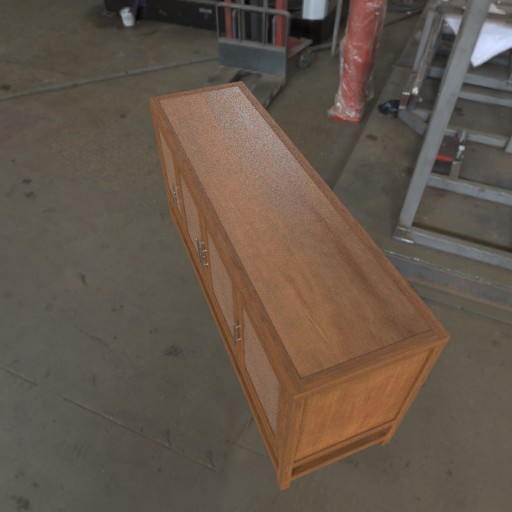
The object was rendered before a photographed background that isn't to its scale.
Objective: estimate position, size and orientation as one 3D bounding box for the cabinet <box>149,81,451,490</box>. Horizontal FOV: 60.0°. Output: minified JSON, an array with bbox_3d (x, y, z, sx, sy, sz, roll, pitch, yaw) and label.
[{"bbox_3d":[0.000,0.000,2.044,0.522,0.820,1.708,-16,49,-15],"label":"cabinet"}]
